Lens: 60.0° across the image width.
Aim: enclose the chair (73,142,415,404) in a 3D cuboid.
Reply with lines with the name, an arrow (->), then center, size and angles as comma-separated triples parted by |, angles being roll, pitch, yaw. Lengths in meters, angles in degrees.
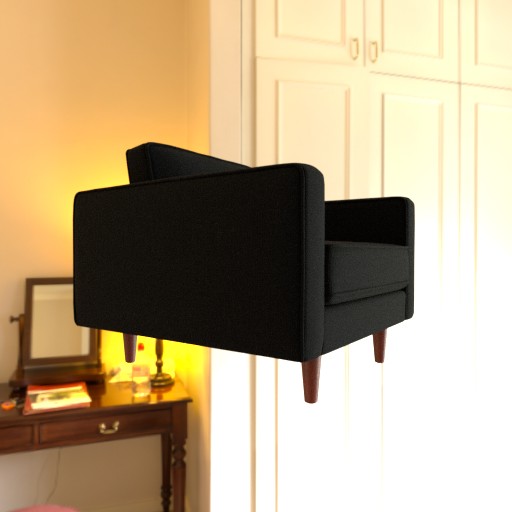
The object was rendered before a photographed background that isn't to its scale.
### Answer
chair -> 0.000, 0.000, 1.596 | 0.920, 0.770, 0.899 | 0, 1, 35
